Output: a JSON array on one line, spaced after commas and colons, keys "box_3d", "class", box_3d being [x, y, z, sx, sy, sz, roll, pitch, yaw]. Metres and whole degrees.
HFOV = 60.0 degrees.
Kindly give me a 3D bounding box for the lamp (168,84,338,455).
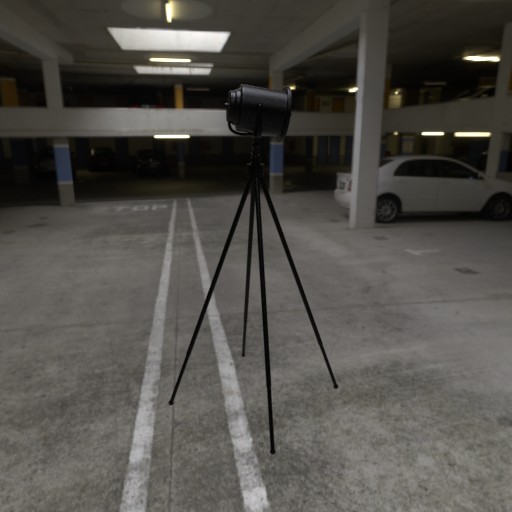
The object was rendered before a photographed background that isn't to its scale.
[{"box_3d": [0.000, 0.000, 2.078, 0.884, 1.504, 0.879, -3, 16, -9], "class": "lamp"}]
